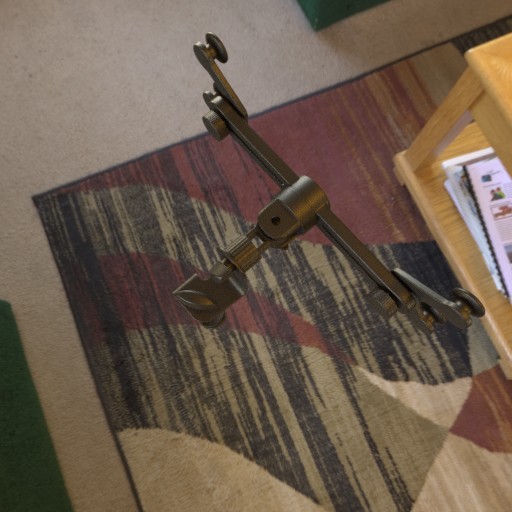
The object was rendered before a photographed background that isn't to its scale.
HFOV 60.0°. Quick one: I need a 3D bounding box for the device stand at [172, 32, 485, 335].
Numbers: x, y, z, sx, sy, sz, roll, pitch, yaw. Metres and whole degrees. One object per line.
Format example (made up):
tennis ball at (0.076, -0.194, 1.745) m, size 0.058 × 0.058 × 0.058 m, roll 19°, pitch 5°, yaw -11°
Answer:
device stand at (0.000, 0.000, 0.359) m, size 0.142 × 0.166 × 0.270 m, roll -40°, pitch 80°, yaw -9°
